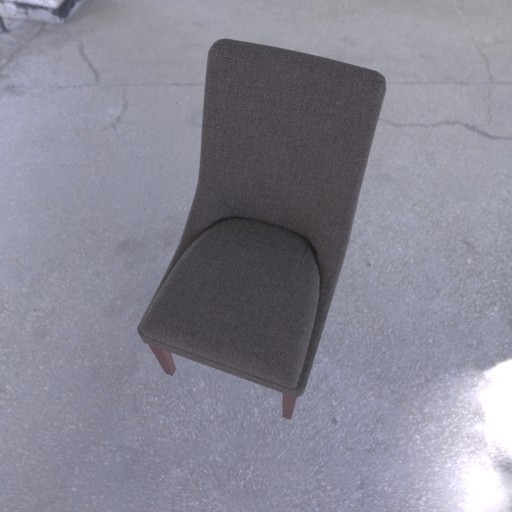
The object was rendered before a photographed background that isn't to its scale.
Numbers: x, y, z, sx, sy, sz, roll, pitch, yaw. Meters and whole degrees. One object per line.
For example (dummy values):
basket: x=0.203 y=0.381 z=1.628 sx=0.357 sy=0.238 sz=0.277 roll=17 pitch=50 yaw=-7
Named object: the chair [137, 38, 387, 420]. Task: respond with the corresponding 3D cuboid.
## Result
chair: x=0.000 y=0.000 z=1.335 sx=0.508 sy=0.952 sz=0.655 roll=17 pitch=60 yaw=10
